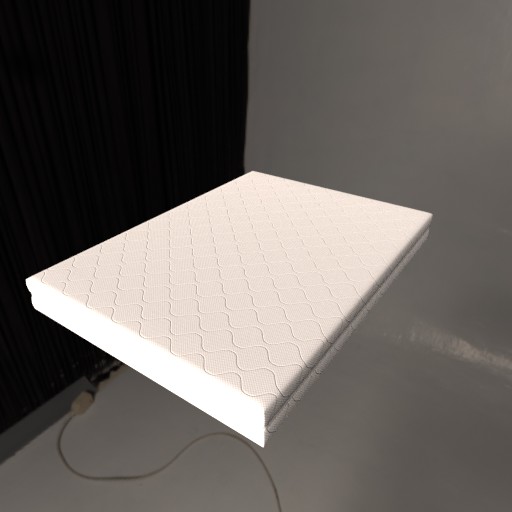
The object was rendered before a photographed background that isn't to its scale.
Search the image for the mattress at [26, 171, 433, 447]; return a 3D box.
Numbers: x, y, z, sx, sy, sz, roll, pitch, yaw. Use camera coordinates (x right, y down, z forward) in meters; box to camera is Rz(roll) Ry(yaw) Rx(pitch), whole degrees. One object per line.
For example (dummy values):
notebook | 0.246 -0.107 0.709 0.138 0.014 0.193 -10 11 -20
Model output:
mattress | 0.000 0.000 2.508 1.400 0.200 1.900 19 35 30
